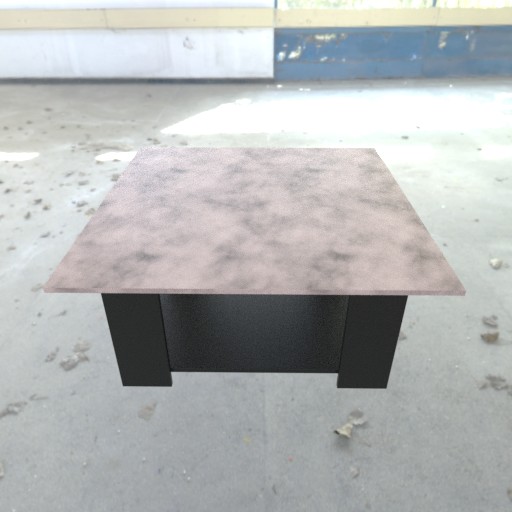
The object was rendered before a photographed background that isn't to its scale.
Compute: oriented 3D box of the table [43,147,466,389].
[{"bbox_3d":[0.000,0.000,1.064,0.670,0.305,0.670,0,33,1],"label":"table"}]
